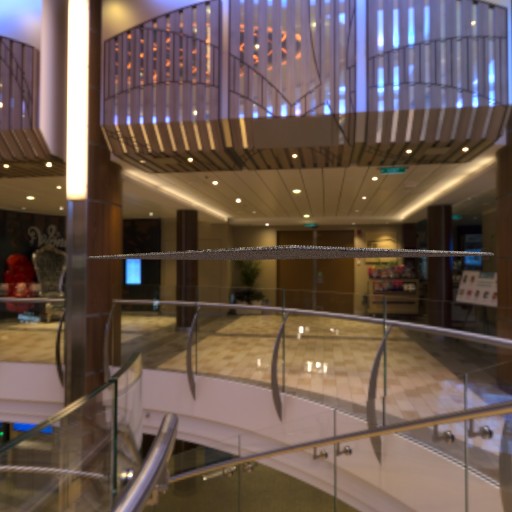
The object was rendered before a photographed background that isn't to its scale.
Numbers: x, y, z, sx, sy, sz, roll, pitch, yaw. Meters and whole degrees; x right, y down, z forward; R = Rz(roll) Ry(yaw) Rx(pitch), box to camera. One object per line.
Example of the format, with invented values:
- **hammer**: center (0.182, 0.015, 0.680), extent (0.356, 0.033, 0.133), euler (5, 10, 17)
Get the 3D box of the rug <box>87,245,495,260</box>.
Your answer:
- **rug**: center (0.000, 0.000, 3.016), extent (1.538, 0.021, 2.443), euler (1, -2, -37)
